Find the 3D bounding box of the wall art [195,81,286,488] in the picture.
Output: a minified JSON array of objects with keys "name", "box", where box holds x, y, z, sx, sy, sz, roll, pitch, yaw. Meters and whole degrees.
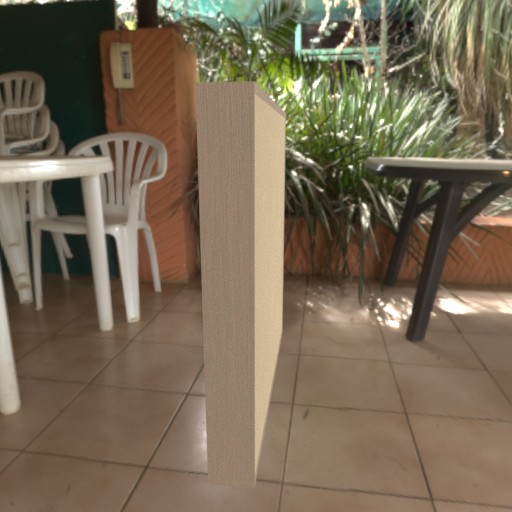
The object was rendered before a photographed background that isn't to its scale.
[{"name":"wall art","box":[0.000,0.000,0.463,0.038,0.303,0.304,2,14,7]}]
